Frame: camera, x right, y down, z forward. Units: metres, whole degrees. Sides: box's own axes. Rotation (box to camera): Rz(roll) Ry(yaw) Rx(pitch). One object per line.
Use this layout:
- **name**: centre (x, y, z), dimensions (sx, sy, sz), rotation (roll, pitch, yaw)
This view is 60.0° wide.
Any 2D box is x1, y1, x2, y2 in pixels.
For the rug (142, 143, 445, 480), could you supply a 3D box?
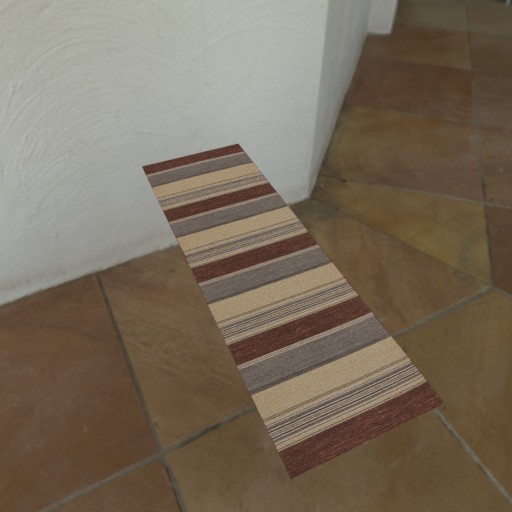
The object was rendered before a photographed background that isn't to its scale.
- **rug**: centre (0.000, 0.000, 2.688), dimensions (0.792, 0.006, 2.437), rotation (-18, 48, -17)
